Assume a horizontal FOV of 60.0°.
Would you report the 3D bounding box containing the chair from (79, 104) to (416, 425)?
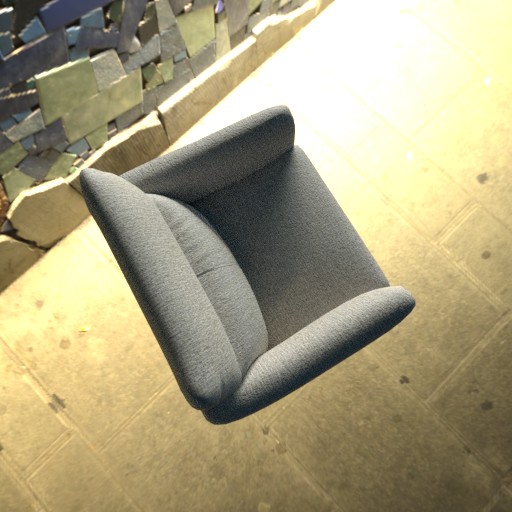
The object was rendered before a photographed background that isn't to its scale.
[{"bbox_3d":[0.000,0.000,1.664,0.835,0.967,0.972,-29,78,-7],"label":"chair"}]
